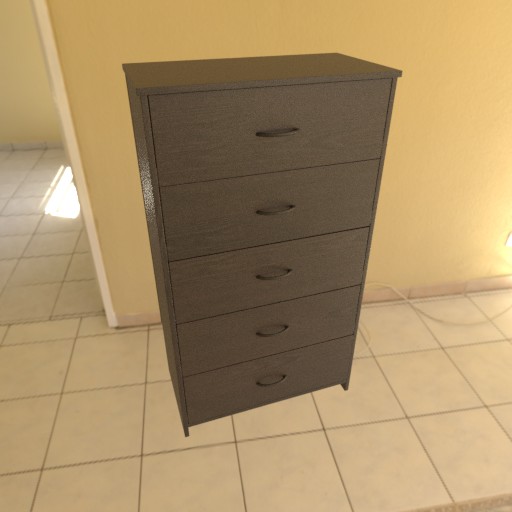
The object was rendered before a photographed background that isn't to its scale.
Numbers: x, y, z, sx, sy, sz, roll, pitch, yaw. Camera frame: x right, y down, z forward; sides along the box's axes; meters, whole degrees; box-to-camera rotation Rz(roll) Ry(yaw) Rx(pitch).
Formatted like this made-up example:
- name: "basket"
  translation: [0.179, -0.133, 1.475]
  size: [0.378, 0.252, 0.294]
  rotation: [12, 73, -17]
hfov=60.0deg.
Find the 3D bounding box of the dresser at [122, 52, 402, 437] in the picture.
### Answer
- name: "dresser"
  translation: [0.000, 0.000, 1.578]
  size: [0.704, 1.254, 0.418]
  rotation: [-10, 33, -16]
